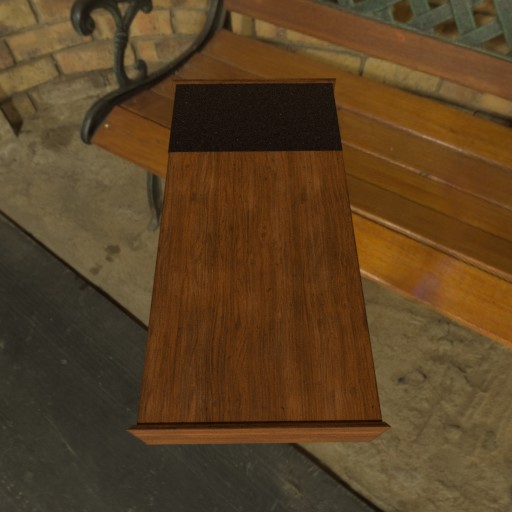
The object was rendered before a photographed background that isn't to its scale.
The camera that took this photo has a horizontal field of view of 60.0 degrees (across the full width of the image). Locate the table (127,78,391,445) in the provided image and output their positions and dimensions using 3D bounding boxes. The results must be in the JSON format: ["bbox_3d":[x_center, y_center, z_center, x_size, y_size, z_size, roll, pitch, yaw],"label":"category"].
[{"bbox_3d":[0.000,0.000,1.547,0.610,0.508,1.221,-1,59,0],"label":"table"}]
